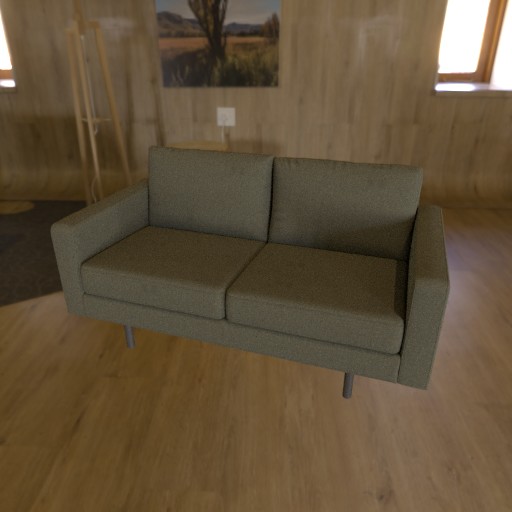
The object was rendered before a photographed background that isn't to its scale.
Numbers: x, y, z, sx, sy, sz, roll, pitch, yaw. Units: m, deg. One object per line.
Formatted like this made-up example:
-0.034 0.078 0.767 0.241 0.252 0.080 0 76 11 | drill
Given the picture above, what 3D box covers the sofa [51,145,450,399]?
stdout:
0.000 0.000 2.249 1.730 0.897 0.889 8 27 17 | sofa
